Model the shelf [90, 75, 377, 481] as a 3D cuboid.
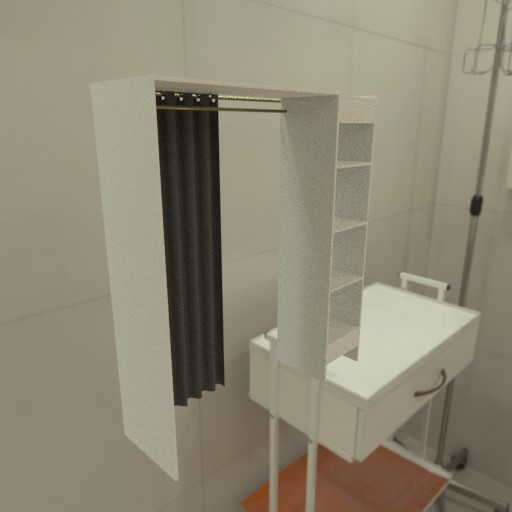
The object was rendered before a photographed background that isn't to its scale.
[{"bbox_3d":[0.000,0.000,2.578,0.500,1.810,1.600,16,22,42],"label":"shelf"}]
